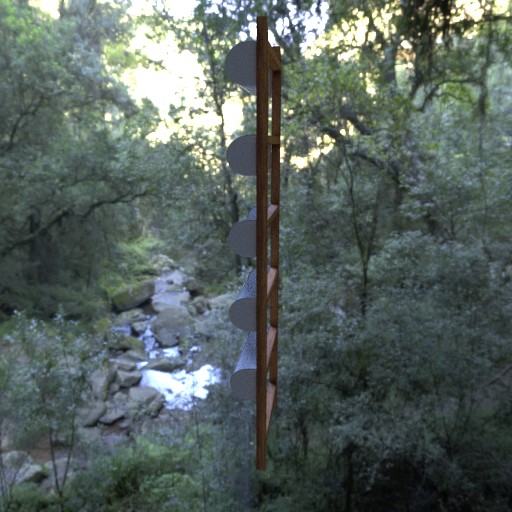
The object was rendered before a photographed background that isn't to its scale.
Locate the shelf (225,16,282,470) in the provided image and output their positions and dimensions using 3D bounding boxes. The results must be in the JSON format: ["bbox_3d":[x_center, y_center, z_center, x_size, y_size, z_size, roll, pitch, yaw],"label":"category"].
[{"bbox_3d":[0.000,0.000,1.749,0.141,1.600,0.454,2,15,8],"label":"shelf"}]
